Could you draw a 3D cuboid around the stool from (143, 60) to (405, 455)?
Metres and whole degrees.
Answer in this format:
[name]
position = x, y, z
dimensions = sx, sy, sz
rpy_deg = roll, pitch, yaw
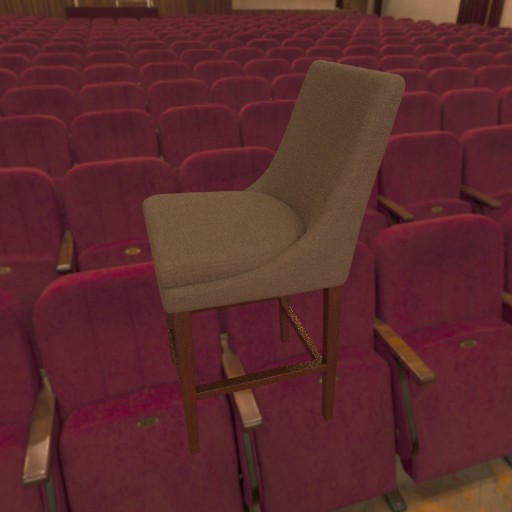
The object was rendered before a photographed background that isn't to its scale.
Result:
[stool]
position = 0.000, 0.000, 1.255
dimensions = 0.577, 0.981, 0.470
rpy_deg = -8, 29, -15
